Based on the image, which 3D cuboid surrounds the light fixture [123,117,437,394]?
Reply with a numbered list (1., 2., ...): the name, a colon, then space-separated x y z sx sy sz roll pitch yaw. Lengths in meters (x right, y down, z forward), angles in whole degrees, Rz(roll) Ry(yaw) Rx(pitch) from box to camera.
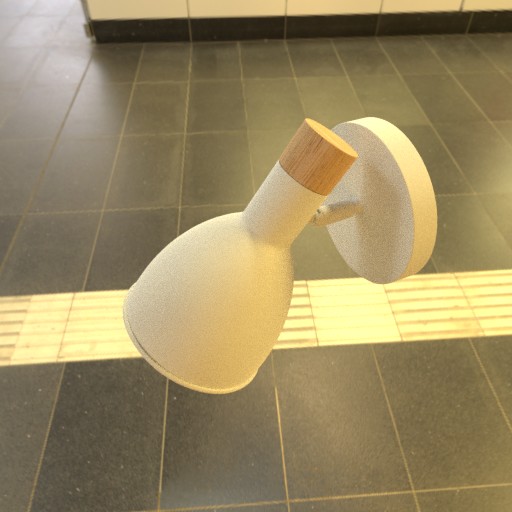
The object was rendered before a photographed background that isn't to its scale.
1. light fixture: 0.000 0.000 0.331 0.209 0.199 0.127 -18 49 -16
